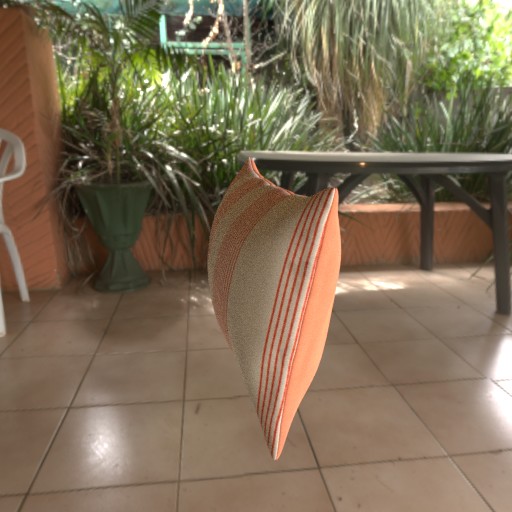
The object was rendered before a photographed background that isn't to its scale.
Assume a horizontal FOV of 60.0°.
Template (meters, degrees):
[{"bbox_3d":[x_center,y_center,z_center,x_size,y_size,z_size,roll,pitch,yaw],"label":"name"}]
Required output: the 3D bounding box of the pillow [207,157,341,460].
[{"bbox_3d":[0.000,0.000,0.726,0.156,0.292,0.608,-2,15,-8],"label":"pillow"}]
